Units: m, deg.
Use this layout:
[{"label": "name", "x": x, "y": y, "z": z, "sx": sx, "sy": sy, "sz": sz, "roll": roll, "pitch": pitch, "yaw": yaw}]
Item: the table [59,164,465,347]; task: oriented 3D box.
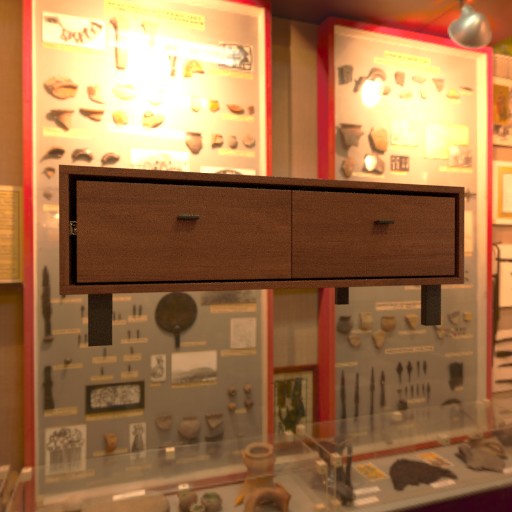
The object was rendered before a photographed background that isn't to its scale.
[{"label": "table", "x": 0.000, "y": 0.000, "z": 1.323, "sx": 1.020, "sy": 0.380, "sz": 0.600, "roll": 0, "pitch": 1, "yaw": -18}]
